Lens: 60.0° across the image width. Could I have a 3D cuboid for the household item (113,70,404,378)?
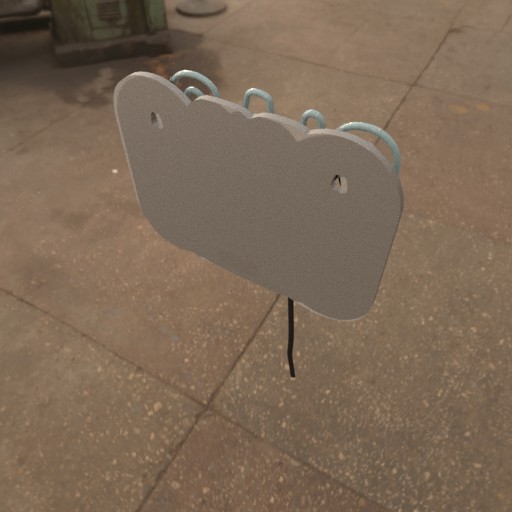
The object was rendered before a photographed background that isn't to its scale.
[{"bbox_3d":[0.000,0.000,0.374,0.211,0.294,0.042,24,51,21],"label":"household item"}]
